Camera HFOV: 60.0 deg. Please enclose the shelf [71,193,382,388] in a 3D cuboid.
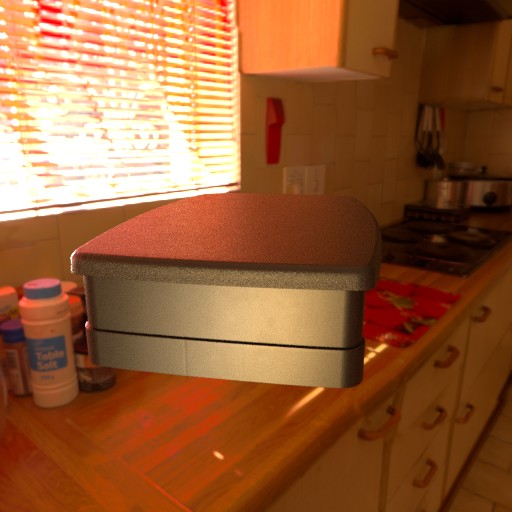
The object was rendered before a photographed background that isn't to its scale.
[{"bbox_3d":[0.000,0.000,0.533,0.280,0.100,0.410,3,15,9],"label":"shelf"}]
